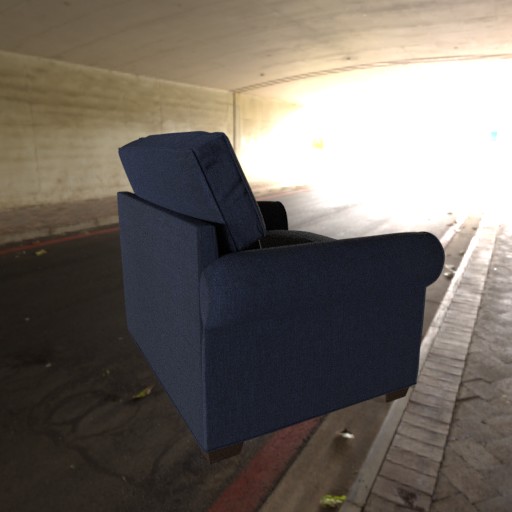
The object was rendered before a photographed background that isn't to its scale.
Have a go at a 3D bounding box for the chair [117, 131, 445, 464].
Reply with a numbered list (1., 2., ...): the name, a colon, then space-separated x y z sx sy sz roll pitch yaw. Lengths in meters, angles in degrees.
1. chair: 0.000 0.000 1.969 0.963 1.044 1.285 -7 16 -27
